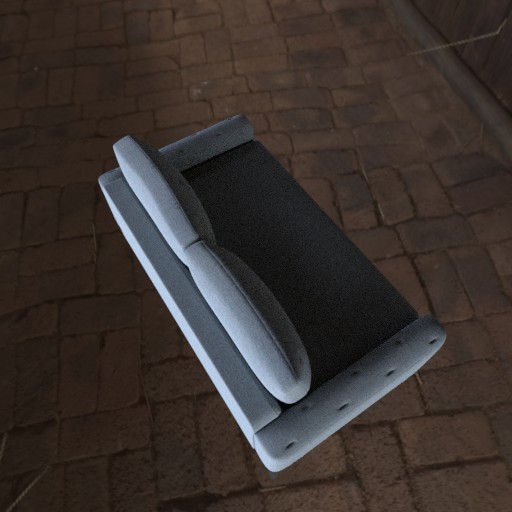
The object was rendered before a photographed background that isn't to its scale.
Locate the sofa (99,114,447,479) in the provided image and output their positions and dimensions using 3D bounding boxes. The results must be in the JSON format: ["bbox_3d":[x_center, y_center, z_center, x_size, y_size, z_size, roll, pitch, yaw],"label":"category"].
[{"bbox_3d":[0.000,0.000,2.133,0.920,0.790,1.650,-29,63,-17],"label":"sofa"}]
